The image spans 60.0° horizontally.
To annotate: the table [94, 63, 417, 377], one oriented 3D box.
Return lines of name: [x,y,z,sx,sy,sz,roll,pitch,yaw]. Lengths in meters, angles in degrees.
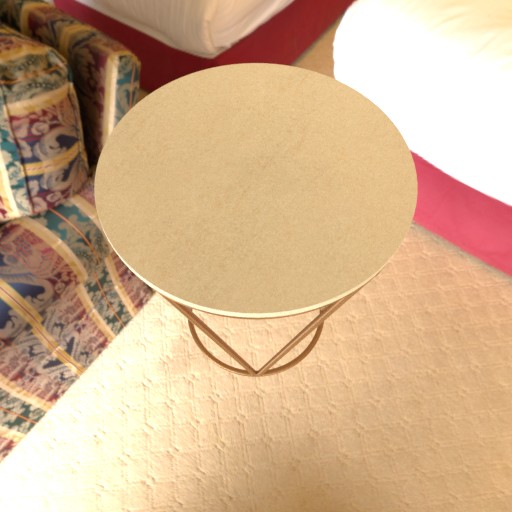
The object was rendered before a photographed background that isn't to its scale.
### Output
table: [0.000,0.000,0.939,0.500,0.564,0.500,0,60,0]
